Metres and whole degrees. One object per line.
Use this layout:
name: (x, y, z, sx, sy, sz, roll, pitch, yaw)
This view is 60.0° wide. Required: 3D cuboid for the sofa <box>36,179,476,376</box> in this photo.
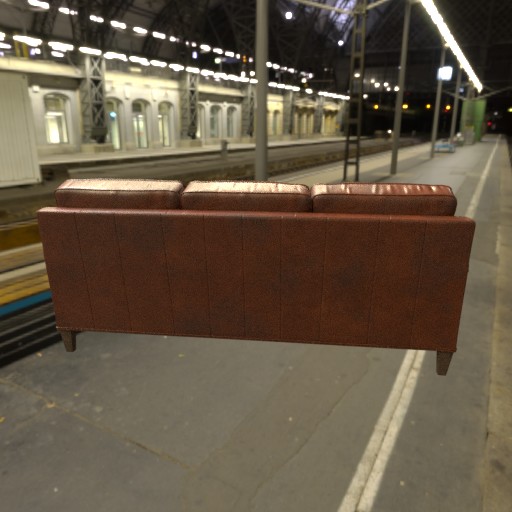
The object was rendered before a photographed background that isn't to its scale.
sofa: (0.000, 0.000, 2.747, 2.240, 1.003, 1.084, 2, 16, 7)
